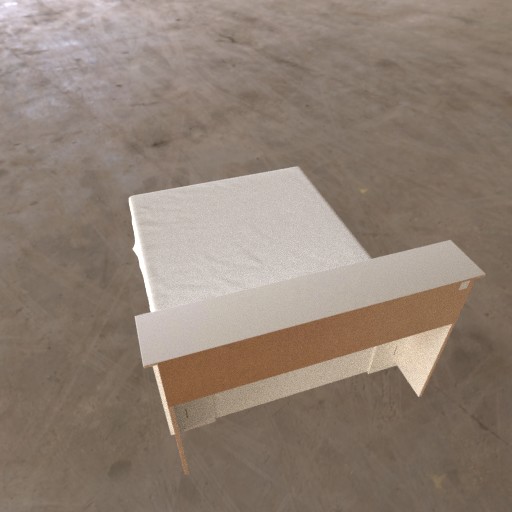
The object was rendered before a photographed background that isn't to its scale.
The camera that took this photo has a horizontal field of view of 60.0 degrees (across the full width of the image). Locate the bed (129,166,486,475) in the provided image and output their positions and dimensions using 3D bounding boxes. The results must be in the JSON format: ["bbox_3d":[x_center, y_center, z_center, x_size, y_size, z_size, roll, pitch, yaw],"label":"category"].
[{"bbox_3d":[0.000,0.000,3.097,1.671,1.092,2.133,-13,43,-14],"label":"bed"}]
